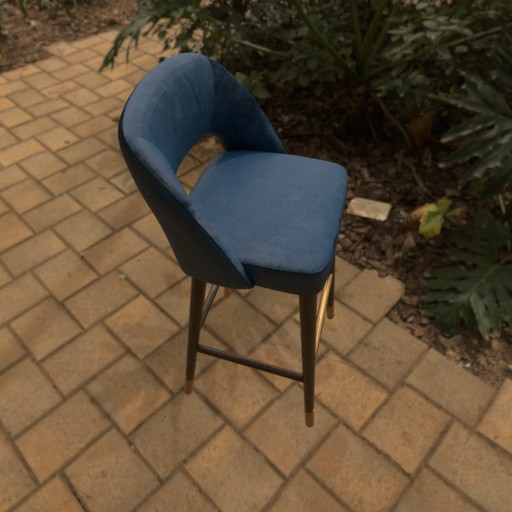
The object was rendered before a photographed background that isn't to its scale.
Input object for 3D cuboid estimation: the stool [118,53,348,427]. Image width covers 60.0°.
[{"bbox_3d":[0.000,0.000,1.281,0.515,1.016,0.514,11,47,10],"label":"stool"}]
